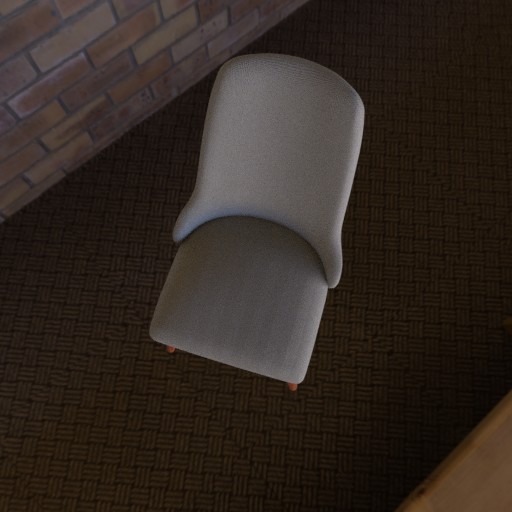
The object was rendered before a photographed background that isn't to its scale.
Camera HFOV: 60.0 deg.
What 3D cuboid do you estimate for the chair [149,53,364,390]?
[{"bbox_3d":[0.000,0.000,1.342,0.535,0.918,0.707,17,76,4],"label":"chair"}]
